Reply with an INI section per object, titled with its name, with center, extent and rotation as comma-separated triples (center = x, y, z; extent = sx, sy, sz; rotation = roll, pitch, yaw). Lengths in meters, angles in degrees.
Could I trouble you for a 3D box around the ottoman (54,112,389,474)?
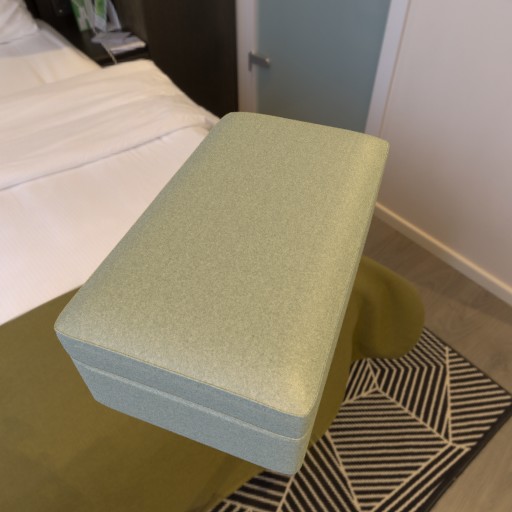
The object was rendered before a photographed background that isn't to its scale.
[ottoman]
center = 0.000, 0.000, 1.533
extent = 0.681, 0.494, 1.173
rotation = 15, 48, 14
